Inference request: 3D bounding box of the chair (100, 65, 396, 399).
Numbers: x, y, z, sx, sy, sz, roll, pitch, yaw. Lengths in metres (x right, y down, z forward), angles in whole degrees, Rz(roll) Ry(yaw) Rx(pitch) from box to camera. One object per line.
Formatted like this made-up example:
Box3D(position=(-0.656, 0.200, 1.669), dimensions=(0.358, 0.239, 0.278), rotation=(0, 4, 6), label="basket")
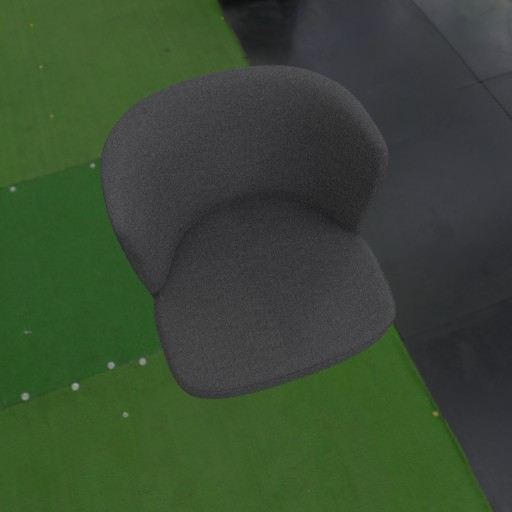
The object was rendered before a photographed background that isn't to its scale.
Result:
Box3D(position=(0.000, 0.000, 1.251), dimensions=(0.639, 0.695, 0.698), rotation=(-17, 65, -8), label="chair")
